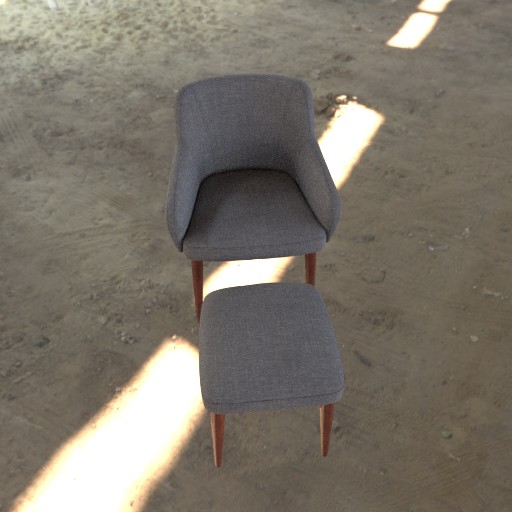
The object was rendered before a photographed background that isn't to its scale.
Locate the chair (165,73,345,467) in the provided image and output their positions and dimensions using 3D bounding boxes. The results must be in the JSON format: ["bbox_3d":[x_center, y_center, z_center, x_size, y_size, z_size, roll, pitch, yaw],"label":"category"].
[{"bbox_3d":[0.000,0.000,1.531,0.584,0.799,1.107,-4,47,-4],"label":"chair"}]
